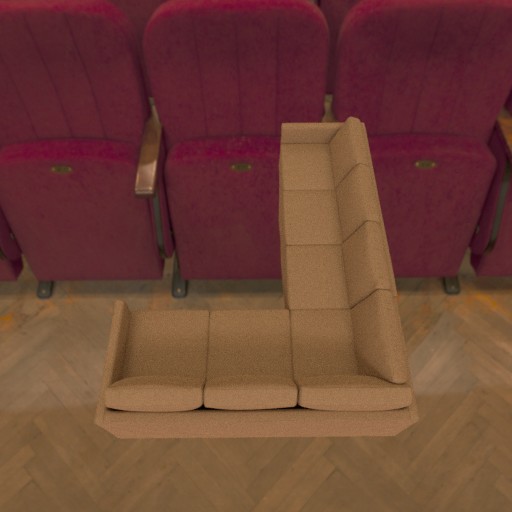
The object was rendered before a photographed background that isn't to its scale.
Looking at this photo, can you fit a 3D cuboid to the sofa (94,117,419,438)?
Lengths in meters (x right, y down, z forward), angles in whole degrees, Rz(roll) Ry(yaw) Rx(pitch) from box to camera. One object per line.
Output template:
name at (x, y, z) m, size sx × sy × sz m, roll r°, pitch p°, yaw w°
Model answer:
sofa at (0.000, 0.000, 4.303) m, size 2.432 × 0.871 × 3.182 m, roll 0°, pitch 59°, yaw 0°
